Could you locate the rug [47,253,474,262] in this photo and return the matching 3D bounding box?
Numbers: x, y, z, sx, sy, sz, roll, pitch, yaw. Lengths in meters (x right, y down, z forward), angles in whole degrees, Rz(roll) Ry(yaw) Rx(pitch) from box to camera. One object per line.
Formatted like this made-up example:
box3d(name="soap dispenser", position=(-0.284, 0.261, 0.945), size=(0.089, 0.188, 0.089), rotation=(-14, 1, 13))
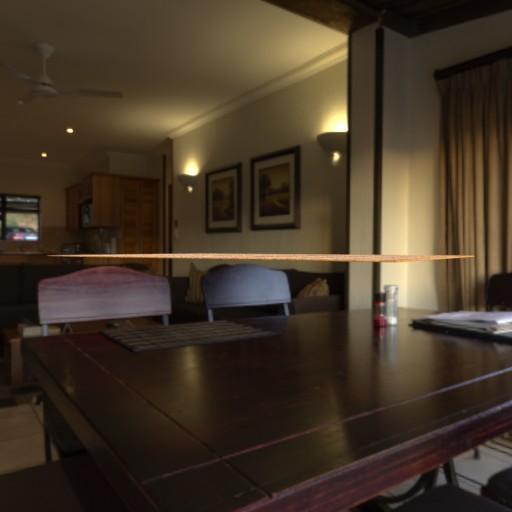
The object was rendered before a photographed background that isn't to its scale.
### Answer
box3d(name="rug", position=(0.000, 0.000, 2.887), size=(2.336, 0.007, 1.525), rotation=(1, 1, 36))
